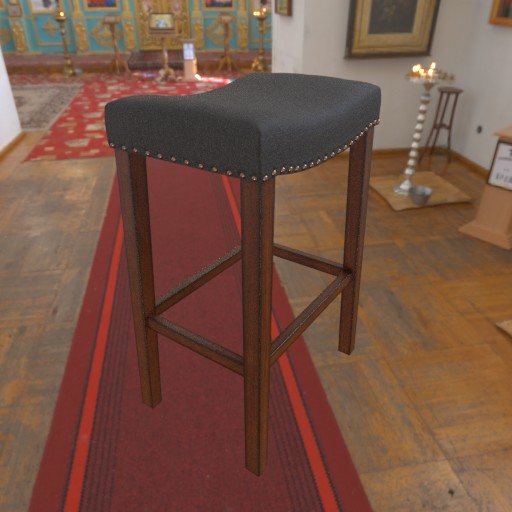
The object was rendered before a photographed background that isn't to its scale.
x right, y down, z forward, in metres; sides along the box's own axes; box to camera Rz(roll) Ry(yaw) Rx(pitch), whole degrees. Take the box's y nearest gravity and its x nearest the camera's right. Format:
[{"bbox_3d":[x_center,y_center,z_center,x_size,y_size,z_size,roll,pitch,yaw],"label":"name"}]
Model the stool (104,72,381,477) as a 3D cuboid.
[{"bbox_3d":[0.000,0.000,1.049,0.366,0.760,0.502,19,35,30],"label":"stool"}]
